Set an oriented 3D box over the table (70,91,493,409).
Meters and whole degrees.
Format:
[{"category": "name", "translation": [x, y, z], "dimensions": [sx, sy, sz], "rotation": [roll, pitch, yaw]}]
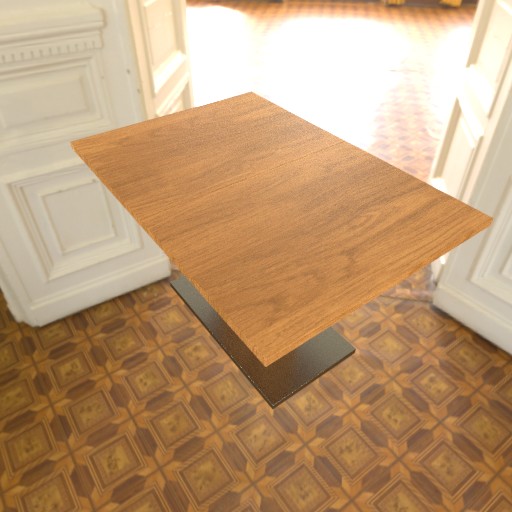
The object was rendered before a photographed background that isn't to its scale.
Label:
[{"category": "table", "translation": [0.000, 0.000, 1.841], "dimensions": [0.900, 0.770, 1.300], "rotation": [-26, 47, -26]}]
